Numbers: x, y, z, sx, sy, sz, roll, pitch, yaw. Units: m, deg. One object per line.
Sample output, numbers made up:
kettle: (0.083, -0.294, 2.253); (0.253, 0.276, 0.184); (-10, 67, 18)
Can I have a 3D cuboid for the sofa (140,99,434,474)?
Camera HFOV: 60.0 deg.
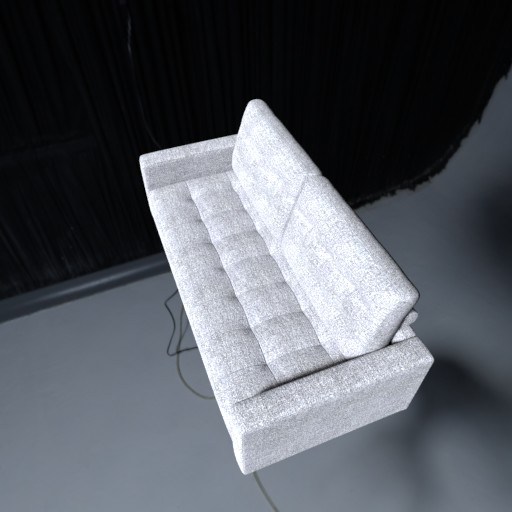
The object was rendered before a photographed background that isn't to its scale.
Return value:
sofa: (0.000, 0.000, 2.338); (0.863, 0.902, 1.821); (-16, 49, -14)
